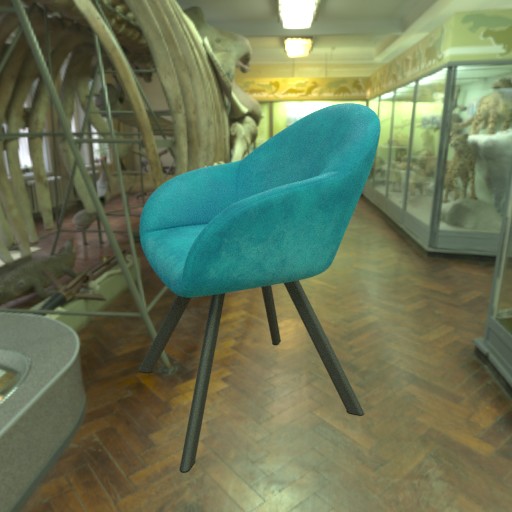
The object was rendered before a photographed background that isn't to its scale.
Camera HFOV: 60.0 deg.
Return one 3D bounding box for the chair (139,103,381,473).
[{"bbox_3d":[0.000,0.000,1.195,0.590,0.795,0.550,-7,17,-24],"label":"chair"}]
